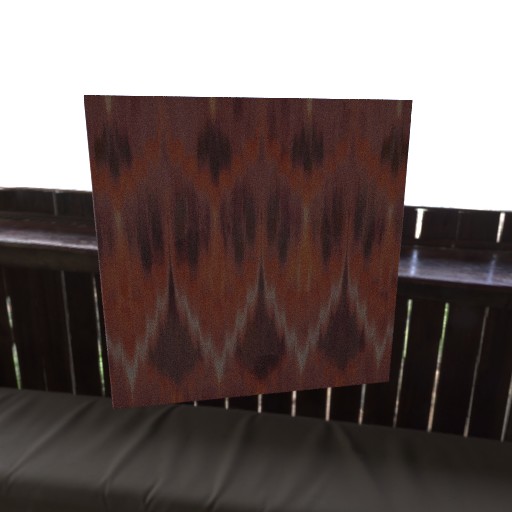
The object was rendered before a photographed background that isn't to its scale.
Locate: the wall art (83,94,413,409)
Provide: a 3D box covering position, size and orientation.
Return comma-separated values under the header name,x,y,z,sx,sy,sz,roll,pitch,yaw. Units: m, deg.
name,x,y,z,sx,sy,sz,roll,pitch,yaw
wall art,0.000,0.000,0.603,0.403,0.406,0.038,-3,15,-10
